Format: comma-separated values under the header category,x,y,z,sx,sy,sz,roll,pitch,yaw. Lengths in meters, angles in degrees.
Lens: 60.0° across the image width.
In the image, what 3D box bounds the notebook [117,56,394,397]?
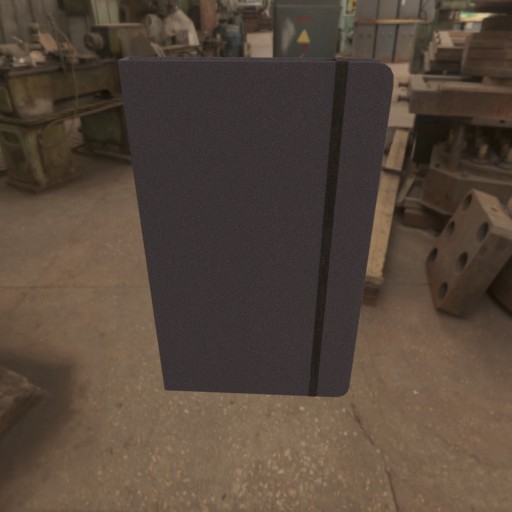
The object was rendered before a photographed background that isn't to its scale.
category,x,y,z,sx,sy,sz,roll,pitch,yaw
notebook,0.000,0.000,0.260,0.127,0.213,0.016,2,30,3
